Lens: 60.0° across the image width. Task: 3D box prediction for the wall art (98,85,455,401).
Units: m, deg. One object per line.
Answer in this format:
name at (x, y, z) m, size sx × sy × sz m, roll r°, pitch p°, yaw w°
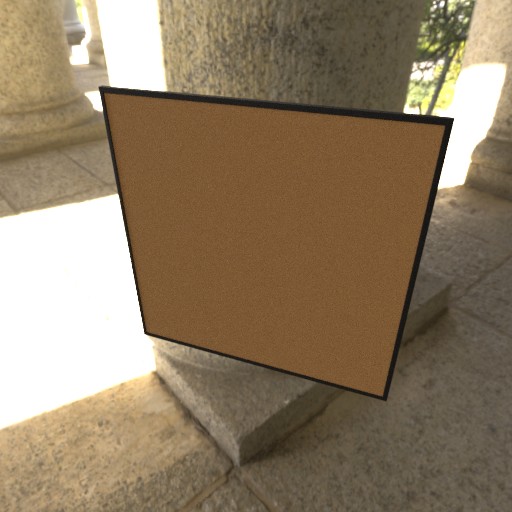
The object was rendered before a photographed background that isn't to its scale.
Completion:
wall art at (0.000, 0.000, 0.971) m, size 0.664 × 0.663 × 0.015 m, roll 11°, pitch 35°, yaw 17°
